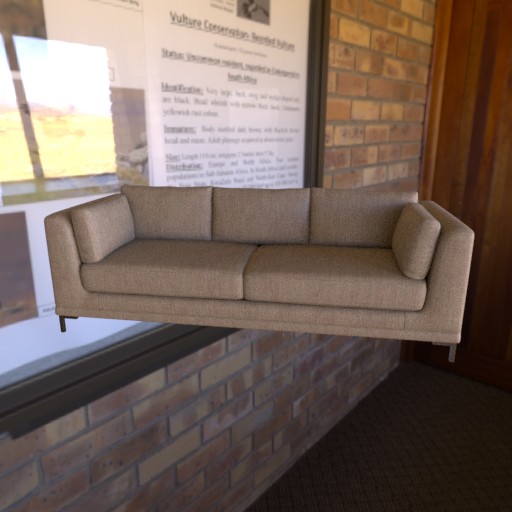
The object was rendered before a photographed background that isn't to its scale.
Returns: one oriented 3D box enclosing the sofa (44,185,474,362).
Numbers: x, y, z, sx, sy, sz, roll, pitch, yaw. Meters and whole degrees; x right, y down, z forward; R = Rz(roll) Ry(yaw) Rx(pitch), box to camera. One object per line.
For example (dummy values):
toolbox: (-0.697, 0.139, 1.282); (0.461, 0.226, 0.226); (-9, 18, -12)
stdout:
sofa: (0.000, 0.000, 2.961); (2.415, 0.867, 0.969); (3, 16, 9)
